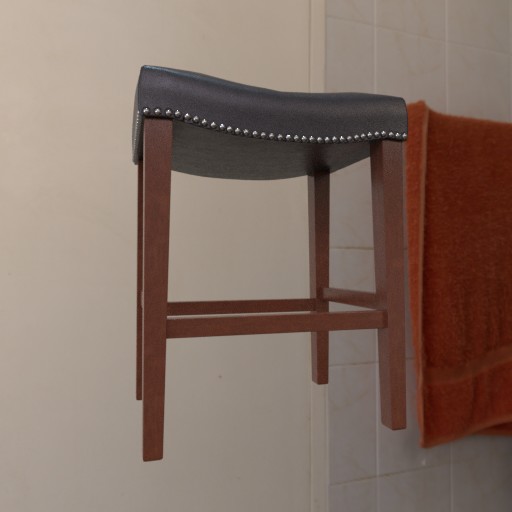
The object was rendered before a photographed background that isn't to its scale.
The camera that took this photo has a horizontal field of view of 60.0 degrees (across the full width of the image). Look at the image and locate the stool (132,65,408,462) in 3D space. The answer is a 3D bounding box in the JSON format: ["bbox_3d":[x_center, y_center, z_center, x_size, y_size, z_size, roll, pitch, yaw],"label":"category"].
[{"bbox_3d":[0.000,0.000,0.939,0.504,0.654,0.372,0,-1,-17],"label":"stool"}]
